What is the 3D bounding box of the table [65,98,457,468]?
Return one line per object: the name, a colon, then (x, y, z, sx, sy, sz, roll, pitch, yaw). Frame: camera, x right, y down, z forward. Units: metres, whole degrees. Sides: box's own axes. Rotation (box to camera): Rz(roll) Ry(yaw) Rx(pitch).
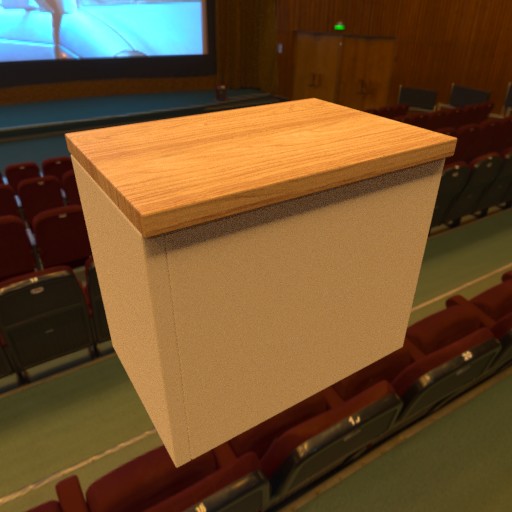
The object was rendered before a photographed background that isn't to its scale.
table: (0.000, 0.000, 0.802, 0.500, 0.440, 0.360, -18, 35, -27)
